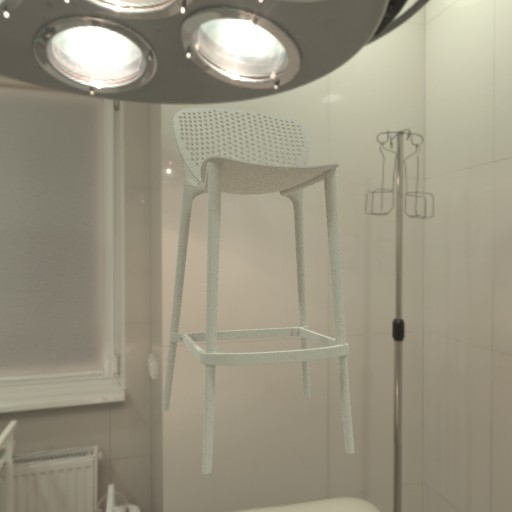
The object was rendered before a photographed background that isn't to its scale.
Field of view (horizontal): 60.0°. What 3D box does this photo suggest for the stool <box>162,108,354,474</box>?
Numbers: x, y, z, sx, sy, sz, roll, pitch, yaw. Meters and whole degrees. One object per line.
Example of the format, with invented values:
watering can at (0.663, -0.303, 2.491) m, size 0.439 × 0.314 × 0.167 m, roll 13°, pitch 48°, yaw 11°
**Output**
stool at (0.000, 0.000, 1.350) m, size 0.536 × 1.045 × 0.535 m, roll 0°, pitch 1°, yaw -16°
